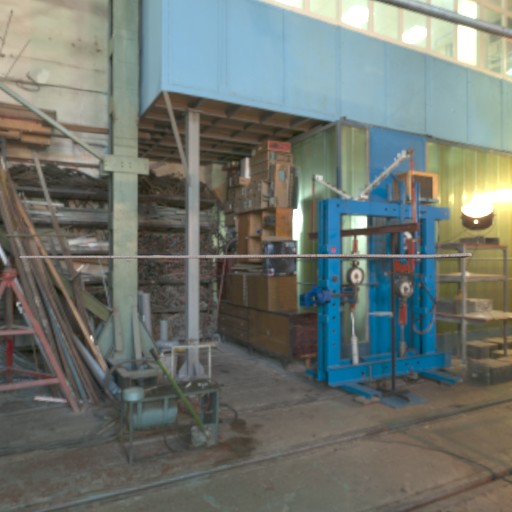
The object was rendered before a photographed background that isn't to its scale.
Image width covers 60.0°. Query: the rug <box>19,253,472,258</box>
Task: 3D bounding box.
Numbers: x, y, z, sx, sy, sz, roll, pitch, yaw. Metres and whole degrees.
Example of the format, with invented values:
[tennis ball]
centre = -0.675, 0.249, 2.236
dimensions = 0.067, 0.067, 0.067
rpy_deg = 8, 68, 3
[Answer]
[rug]
centre = 0.000, 0.000, 2.282
dimensions = 1.837, 0.025, 1.230
rpy_deg = 0, 0, 17
